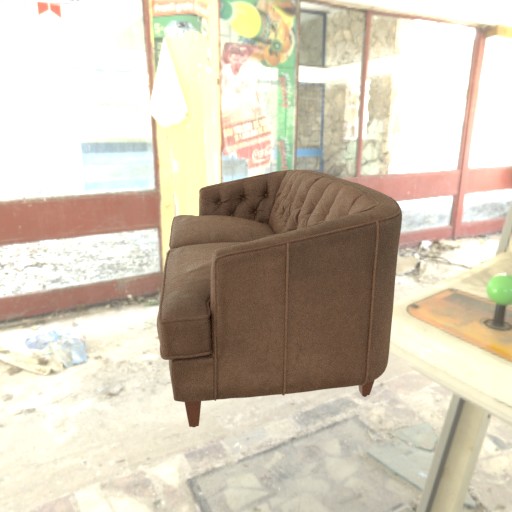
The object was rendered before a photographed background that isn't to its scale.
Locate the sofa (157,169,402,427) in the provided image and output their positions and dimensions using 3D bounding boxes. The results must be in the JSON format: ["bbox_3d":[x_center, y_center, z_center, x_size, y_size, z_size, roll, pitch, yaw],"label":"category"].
[{"bbox_3d":[0.000,0.000,2.294,0.917,0.799,1.767,-2,16,-8],"label":"sofa"}]
